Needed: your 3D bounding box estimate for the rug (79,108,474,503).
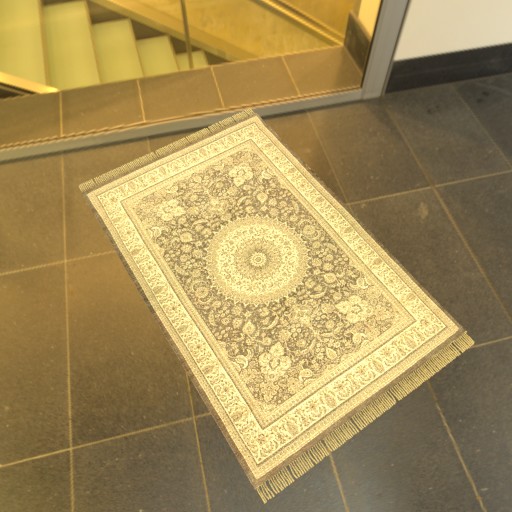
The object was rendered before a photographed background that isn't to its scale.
[{"bbox_3d":[0.000,0.000,4.116,2.143,0.015,3.422,-30,63,-17],"label":"rug"}]
